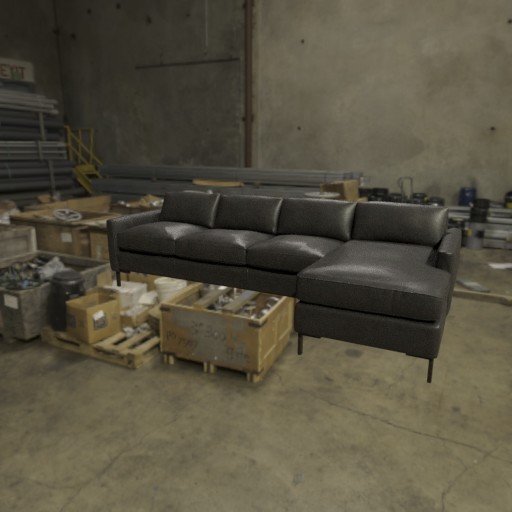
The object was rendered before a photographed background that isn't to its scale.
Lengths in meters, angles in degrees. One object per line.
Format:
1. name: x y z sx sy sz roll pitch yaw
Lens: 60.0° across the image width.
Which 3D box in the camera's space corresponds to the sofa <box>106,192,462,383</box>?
1. sofa: 0.000 0.000 3.638 2.993 0.859 1.471 7 15 26
